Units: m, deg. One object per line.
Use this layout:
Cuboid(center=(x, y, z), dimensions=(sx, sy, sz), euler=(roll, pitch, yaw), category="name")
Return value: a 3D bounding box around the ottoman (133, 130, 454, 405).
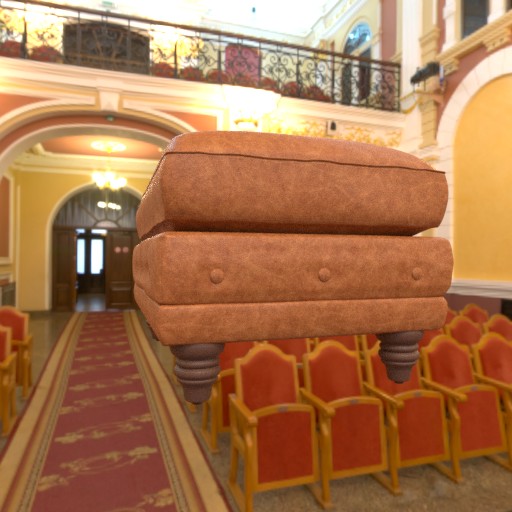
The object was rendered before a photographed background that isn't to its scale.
Cuboid(center=(0.000, 0.000, 1.049), dimensions=(0.533, 0.480, 0.710), euler=(0, 0, -18), category="ottoman")
